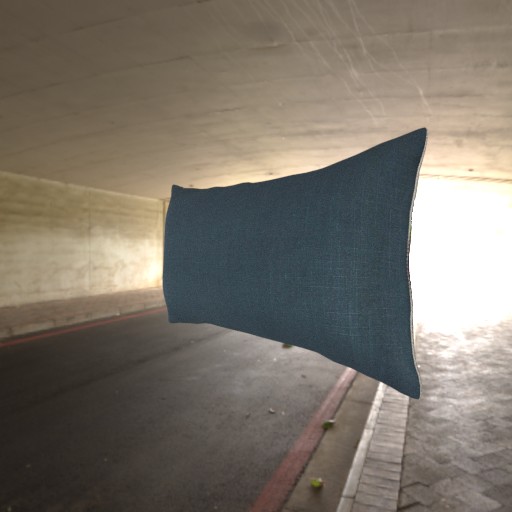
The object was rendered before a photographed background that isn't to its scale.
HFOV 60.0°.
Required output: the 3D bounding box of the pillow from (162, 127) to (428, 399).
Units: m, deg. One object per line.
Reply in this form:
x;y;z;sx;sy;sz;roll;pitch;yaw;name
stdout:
0.000;0.000;0.720;0.151;0.305;0.609;0;1;-37;pillow
